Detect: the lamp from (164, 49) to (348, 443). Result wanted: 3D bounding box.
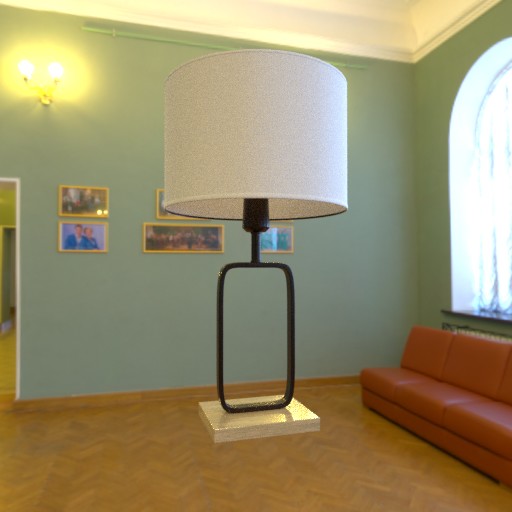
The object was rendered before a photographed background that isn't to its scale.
[{"bbox_3d":[0.000,0.000,0.684,0.279,0.508,0.279,0,-1,-17],"label":"lamp"}]
